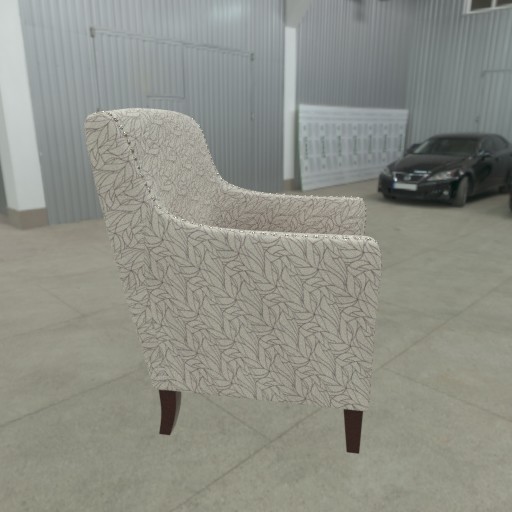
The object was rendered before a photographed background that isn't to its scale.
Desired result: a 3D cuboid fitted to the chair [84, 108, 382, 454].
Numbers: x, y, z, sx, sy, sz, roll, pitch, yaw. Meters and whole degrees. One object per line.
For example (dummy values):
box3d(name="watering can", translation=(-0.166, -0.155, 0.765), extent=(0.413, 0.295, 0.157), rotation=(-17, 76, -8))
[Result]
box3d(name="chair", translation=(0.000, 0.000, 1.291), extent=(0.651, 0.816, 0.623), rotation=(3, 17, 10))
